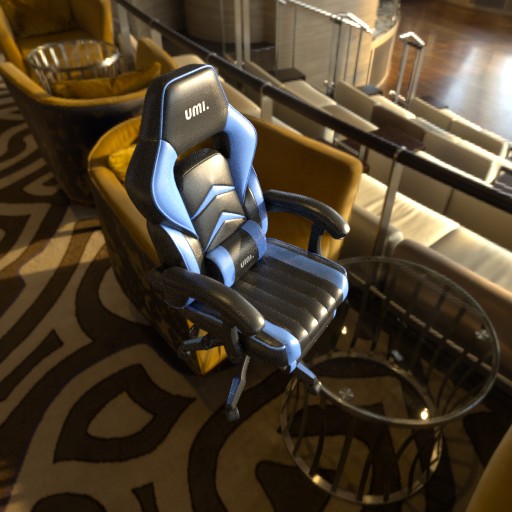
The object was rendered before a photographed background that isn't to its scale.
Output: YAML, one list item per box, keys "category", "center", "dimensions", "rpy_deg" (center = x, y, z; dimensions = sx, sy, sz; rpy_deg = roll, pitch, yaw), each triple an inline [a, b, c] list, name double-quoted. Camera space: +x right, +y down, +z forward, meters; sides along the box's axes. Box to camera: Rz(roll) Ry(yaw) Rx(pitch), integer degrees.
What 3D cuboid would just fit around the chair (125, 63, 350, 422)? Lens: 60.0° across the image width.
- category: "chair"
  center: [0.000, 0.000, 1.703]
  dimensions: [0.700, 1.280, 0.700]
  rpy_deg: [26, 48, 26]
